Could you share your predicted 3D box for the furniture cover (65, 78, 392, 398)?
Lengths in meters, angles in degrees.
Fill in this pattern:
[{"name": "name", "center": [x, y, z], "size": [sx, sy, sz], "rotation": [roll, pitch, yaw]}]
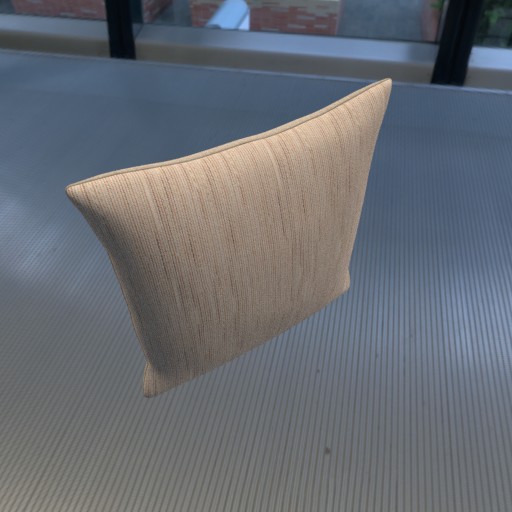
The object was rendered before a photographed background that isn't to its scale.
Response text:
[{"name": "furniture cover", "center": [0.000, 0.000, 0.770], "size": [0.512, 0.506, 0.178], "rotation": [-25, 52, -22]}]
